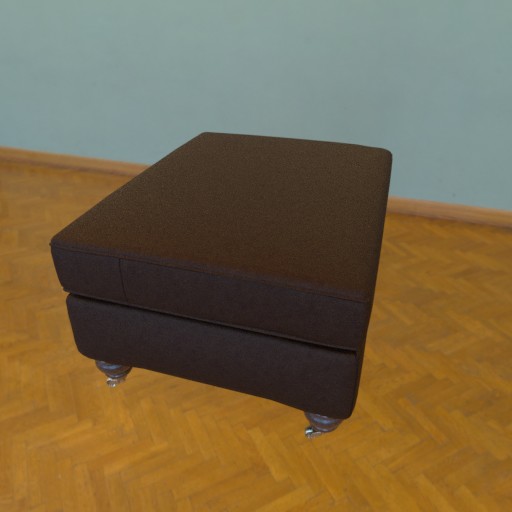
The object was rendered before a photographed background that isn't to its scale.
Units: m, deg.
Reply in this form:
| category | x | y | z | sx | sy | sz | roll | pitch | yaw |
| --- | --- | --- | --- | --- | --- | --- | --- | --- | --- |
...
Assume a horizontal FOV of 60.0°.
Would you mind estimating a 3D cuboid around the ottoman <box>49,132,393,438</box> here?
| category | x | y | z | sx | sy | sz | roll | pitch | yaw |
| --- | --- | --- | --- | --- | --- | --- | --- | --- | --- |
| ottoman | 0.000 | 0.000 | 1.832 | 0.967 | 0.730 | 1.187 | 9 | 33 | 15 |
